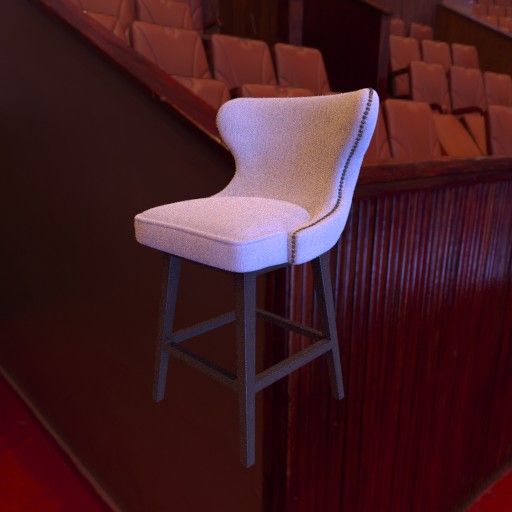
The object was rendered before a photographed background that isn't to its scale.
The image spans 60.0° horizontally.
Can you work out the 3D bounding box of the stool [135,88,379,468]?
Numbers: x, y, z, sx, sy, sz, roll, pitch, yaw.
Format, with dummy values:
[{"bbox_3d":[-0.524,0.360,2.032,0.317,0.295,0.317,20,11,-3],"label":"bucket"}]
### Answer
[{"bbox_3d":[0.000,0.000,1.373,0.615,0.972,0.597,15,21,42],"label":"stool"}]
